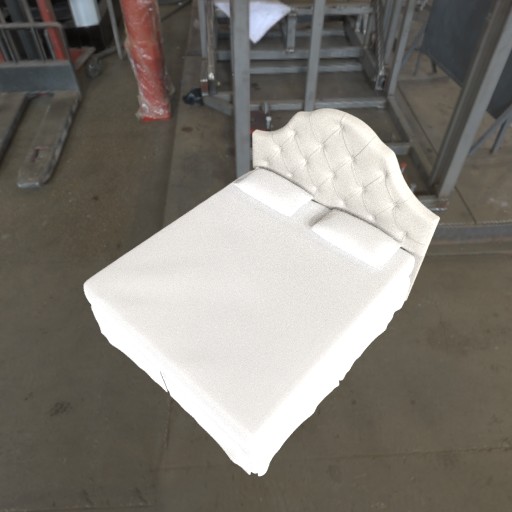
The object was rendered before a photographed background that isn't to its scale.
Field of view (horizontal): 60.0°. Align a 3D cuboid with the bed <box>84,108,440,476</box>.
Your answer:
[{"bbox_3d":[0.000,0.000,3.593,2.008,1.615,2.214,33,55,27],"label":"bed"}]
